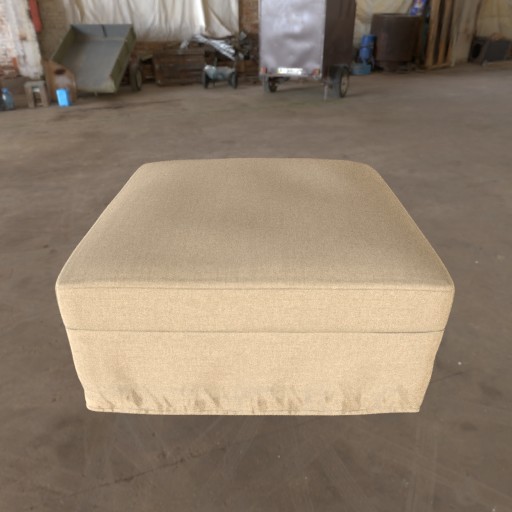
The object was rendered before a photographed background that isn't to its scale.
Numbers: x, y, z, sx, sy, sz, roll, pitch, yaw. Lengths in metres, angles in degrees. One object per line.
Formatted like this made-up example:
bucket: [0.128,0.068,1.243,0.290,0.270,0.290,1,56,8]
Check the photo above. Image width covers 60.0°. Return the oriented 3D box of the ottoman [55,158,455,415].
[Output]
ottoman: [0.000,0.000,1.325,0.843,0.436,0.840,0,29,0]
